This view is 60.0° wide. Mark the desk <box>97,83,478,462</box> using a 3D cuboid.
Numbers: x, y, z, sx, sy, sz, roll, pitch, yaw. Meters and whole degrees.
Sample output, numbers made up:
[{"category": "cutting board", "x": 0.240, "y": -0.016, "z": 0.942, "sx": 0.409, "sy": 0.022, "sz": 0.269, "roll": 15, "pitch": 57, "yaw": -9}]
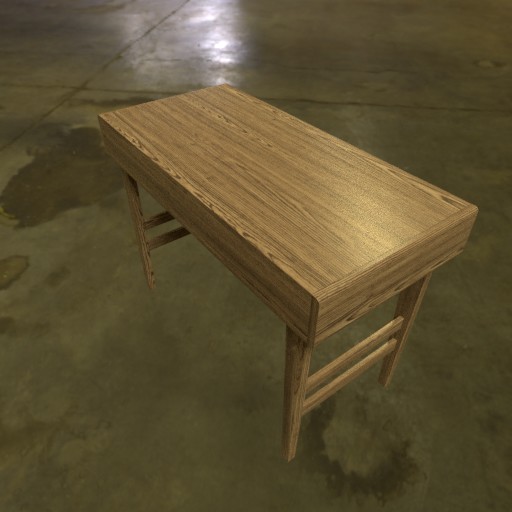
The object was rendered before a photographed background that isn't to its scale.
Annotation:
[{"category": "desk", "x": 0.000, "y": 0.000, "z": 1.483, "sx": 0.508, "sy": 0.755, "sz": 1.067, "roll": -25, "pitch": 46, "yaw": -27}]
